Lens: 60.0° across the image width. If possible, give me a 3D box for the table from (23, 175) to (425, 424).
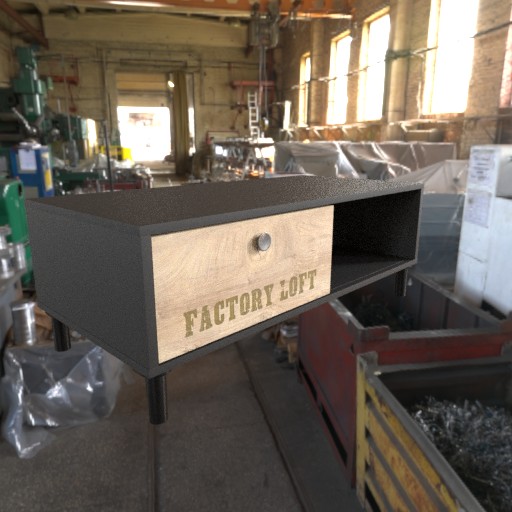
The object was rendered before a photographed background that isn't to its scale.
[{"bbox_3d":[0.000,0.000,1.344,0.550,0.400,1.100,14,20,42],"label":"table"}]
